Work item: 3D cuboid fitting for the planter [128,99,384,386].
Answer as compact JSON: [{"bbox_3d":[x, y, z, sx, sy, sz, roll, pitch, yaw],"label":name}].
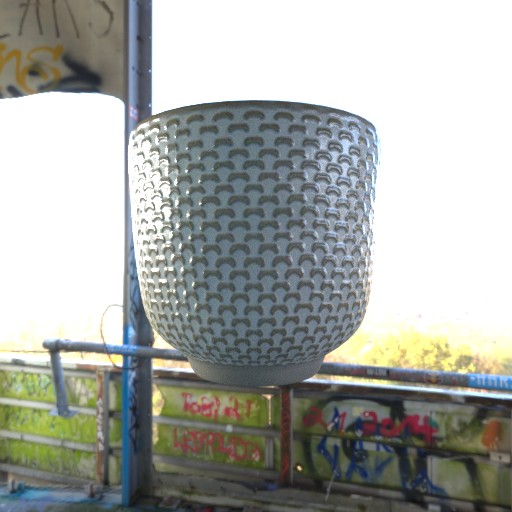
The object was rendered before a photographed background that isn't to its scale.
[{"bbox_3d":[0.000,0.000,0.311,0.173,0.160,0.173,0,-1,0],"label":"planter"}]
